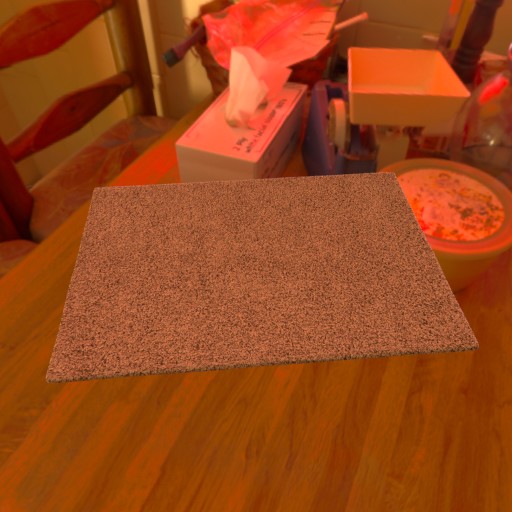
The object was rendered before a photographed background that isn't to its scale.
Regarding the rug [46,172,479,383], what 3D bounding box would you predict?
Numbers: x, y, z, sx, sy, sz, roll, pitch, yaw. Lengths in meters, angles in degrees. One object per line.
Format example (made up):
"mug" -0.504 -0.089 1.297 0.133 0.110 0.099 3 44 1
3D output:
"rug" 0.000 0.000 2.216 1.778 0.030 1.219 -4 47 -3
